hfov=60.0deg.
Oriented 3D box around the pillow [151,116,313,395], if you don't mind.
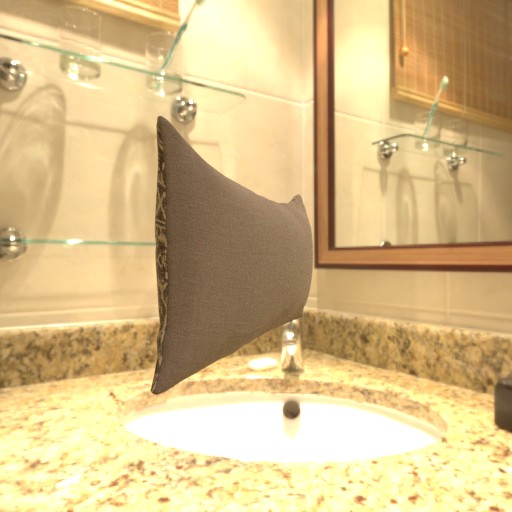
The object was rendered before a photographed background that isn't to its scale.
[{"bbox_3d":[0.000,0.000,0.749,0.148,0.290,0.631,0,0,19],"label":"pillow"}]
